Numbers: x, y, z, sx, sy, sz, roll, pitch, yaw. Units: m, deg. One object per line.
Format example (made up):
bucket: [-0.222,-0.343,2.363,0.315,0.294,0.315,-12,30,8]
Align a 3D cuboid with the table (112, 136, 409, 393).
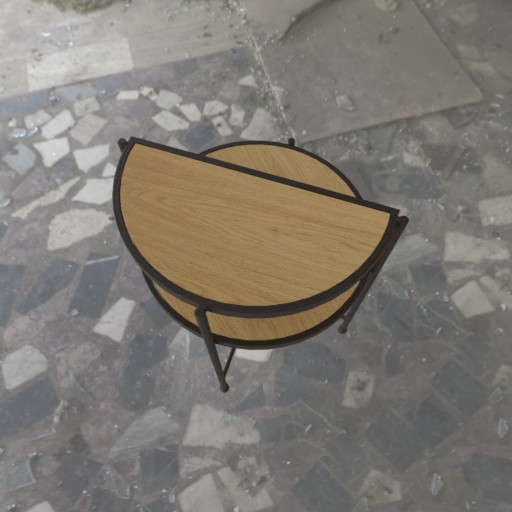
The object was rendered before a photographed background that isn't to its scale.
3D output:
table: [0.000,0.000,1.195,0.629,0.684,0.628,17,64,8]
